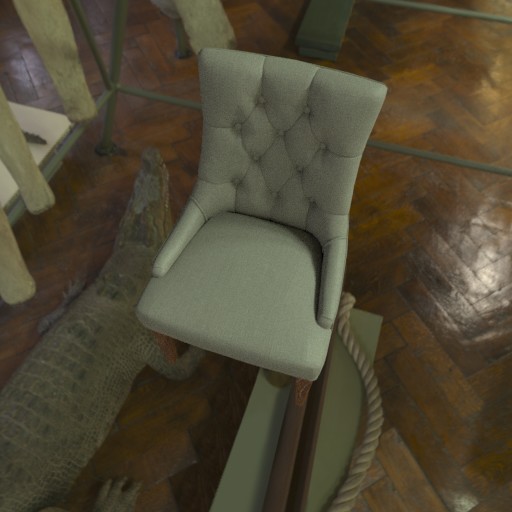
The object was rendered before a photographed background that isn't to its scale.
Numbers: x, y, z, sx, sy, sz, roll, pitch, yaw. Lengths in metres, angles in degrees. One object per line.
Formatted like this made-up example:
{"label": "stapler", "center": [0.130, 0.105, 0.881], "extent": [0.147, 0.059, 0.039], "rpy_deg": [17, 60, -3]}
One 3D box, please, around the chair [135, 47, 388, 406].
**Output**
{"label": "chair", "center": [0.000, 0.000, 1.233], "extent": [0.509, 0.874, 0.565], "rpy_deg": [16, 59, 10]}
